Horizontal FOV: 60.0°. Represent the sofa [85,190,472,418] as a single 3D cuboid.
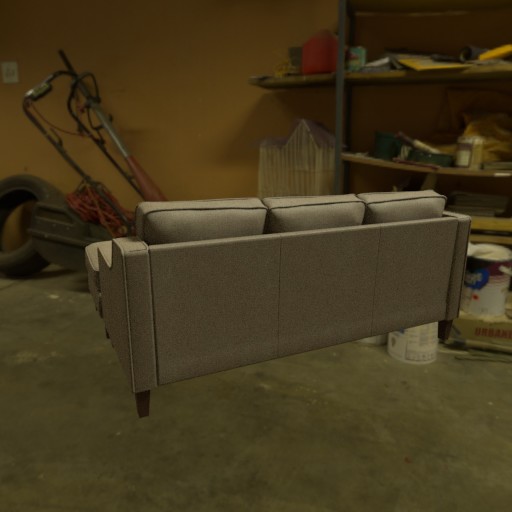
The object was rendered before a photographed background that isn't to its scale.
[{"bbox_3d":[0.000,0.000,3.365,2.317,1.081,1.858,-7,16,-25],"label":"sofa"}]
